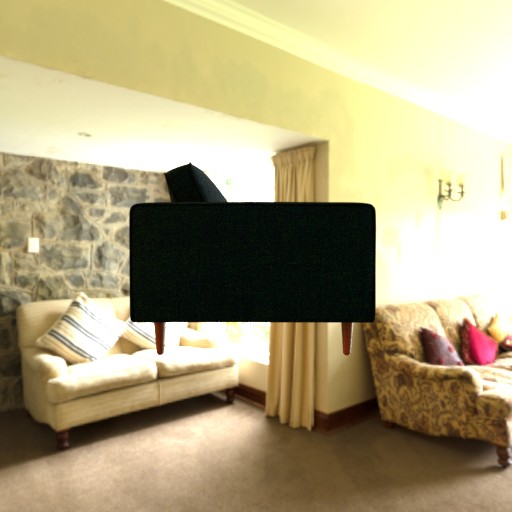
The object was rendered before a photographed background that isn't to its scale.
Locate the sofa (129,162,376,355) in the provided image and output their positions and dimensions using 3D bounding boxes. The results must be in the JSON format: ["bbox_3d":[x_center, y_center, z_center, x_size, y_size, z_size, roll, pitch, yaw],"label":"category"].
[{"bbox_3d":[0.000,0.000,2.681,0.914,0.762,2.210,0,1,0],"label":"sofa"}]
